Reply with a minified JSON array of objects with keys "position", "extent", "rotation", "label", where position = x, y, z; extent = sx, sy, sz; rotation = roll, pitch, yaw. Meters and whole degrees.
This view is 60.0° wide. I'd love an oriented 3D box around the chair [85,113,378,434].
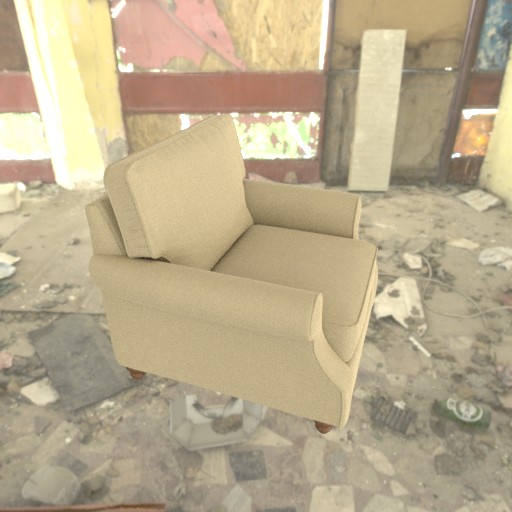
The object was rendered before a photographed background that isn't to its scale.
[{"position":[0.000,0.000,1.836],"extent":[0.966,0.967,1.029],"rotation":[10,31,17],"label":"chair"}]
